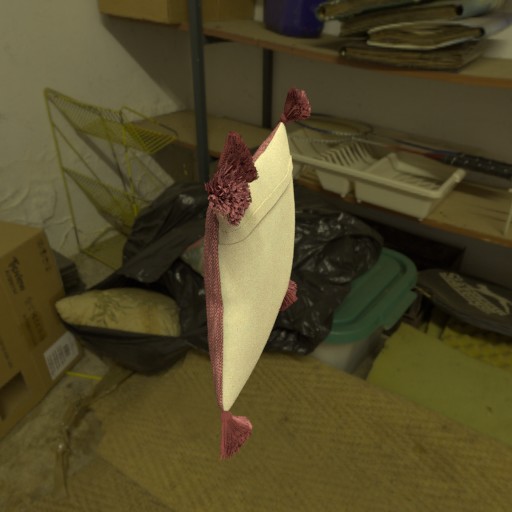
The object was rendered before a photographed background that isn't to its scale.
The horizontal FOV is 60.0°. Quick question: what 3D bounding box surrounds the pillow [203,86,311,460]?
[{"bbox_3d":[0.000,0.000,0.984,0.138,0.659,0.641,8,31,14],"label":"pillow"}]
